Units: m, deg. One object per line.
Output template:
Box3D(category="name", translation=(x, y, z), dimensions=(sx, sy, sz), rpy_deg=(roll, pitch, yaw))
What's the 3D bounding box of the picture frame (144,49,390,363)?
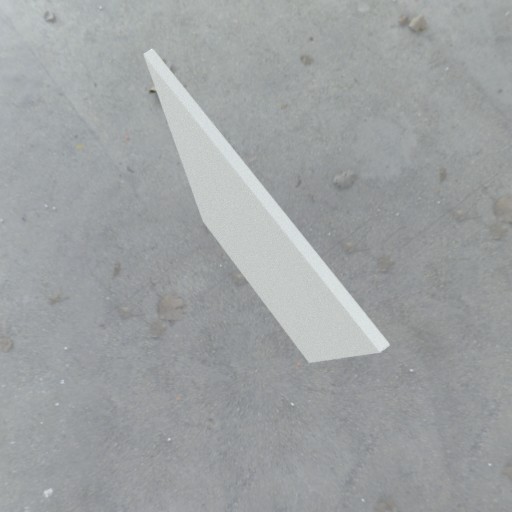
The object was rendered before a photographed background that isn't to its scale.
Box3D(category="picture frame", translation=(0.000, 0.000, 0.684), dimensions=(0.012, 0.534, 0.381), rpy_deg=(-36, 78, -9))
